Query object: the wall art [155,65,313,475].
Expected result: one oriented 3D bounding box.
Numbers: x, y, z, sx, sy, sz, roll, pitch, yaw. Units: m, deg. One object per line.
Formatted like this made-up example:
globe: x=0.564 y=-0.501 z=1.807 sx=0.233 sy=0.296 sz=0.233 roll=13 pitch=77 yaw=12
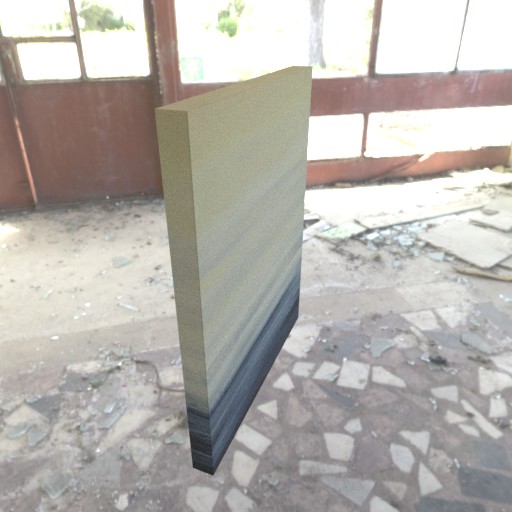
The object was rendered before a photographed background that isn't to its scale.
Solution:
wall art: x=0.000 y=0.000 z=0.824 sx=0.040 sy=0.608 sz=0.489 roll=11 pitch=31 yaw=19
